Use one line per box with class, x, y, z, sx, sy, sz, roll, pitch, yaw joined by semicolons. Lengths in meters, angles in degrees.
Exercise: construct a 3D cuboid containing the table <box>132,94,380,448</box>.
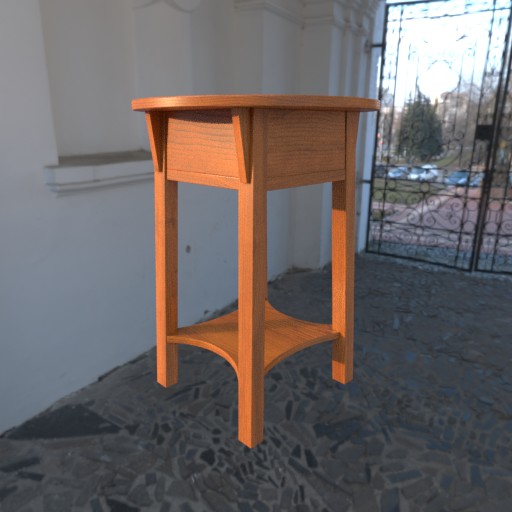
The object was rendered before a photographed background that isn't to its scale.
table;0.000;0.000;0.930;0.457;0.610;0.457;0;16;0
